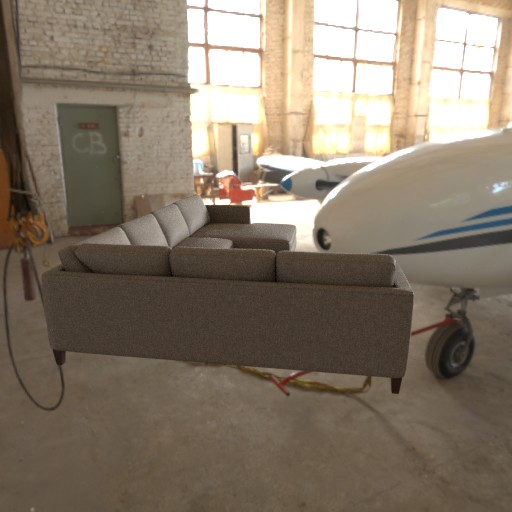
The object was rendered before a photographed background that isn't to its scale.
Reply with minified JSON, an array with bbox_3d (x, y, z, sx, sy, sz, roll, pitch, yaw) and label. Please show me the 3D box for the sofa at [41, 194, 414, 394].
[{"bbox_3d":[0.000,0.000,4.553,2.551,0.889,3.403,2,15,9],"label":"sofa"}]
